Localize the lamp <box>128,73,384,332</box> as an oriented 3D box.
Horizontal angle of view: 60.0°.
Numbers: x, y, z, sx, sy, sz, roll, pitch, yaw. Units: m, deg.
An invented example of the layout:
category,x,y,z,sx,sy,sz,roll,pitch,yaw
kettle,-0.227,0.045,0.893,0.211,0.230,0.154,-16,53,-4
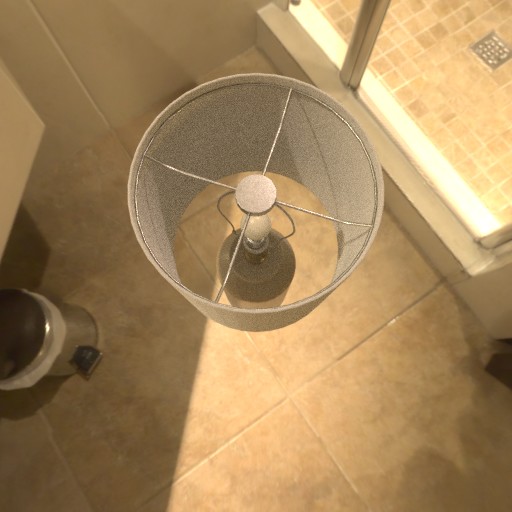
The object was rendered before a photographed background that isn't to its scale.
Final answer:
category,x,y,z,sx,sy,sz,roll,pitch,yaw
lamp,0.000,0.000,0.604,0.212,0.493,0.212,18,77,4
